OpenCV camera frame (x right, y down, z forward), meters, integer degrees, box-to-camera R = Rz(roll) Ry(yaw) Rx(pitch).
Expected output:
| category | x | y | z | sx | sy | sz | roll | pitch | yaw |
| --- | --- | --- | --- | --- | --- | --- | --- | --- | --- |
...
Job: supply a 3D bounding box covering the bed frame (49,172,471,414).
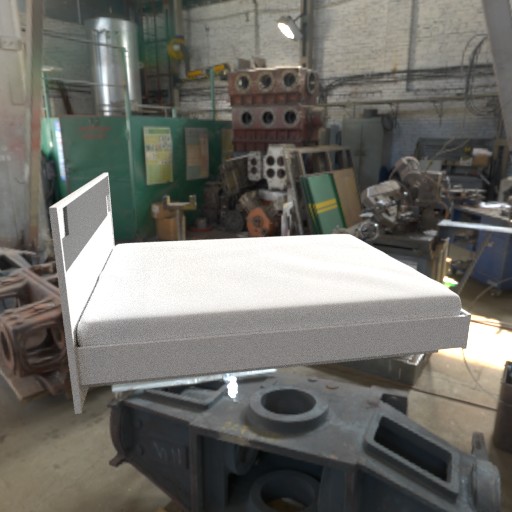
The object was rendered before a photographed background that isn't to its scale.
| category | x | y | z | sx | sy | sz | roll | pitch | yaw |
| --- | --- | --- | --- | --- | --- | --- | --- | --- | --- |
| bed frame | 0.000 | 0.000 | 2.996 | 2.100 | 1.001 | 1.711 | -3 | 16 | -10 |
